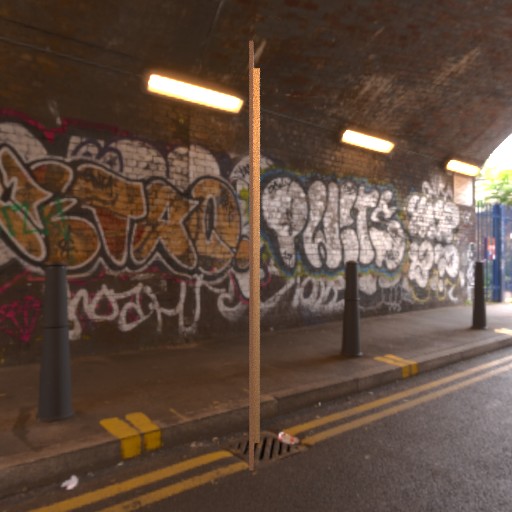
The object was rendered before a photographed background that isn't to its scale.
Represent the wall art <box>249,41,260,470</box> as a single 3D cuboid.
[{"bbox_3d":[0.000,0.000,1.684,0.025,1.067,1.168,0,0,0],"label":"wall art"}]
